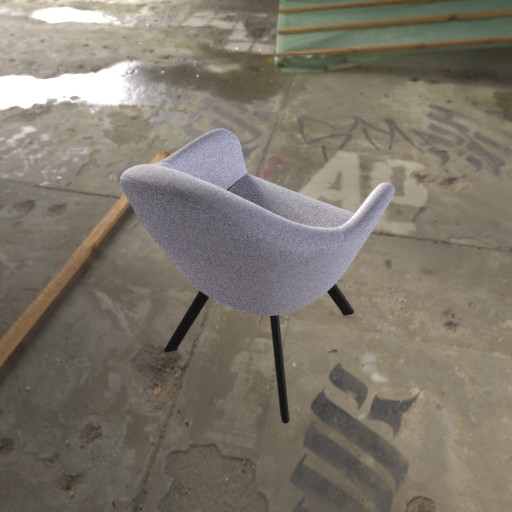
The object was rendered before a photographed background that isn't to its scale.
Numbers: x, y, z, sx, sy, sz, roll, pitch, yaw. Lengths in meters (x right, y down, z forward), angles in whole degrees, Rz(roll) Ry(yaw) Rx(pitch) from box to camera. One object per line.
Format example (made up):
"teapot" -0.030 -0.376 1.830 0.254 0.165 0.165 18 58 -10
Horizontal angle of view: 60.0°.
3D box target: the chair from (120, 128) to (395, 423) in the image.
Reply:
"chair" 0.000 0.000 1.193 0.540 0.780 0.570 24 50 22
